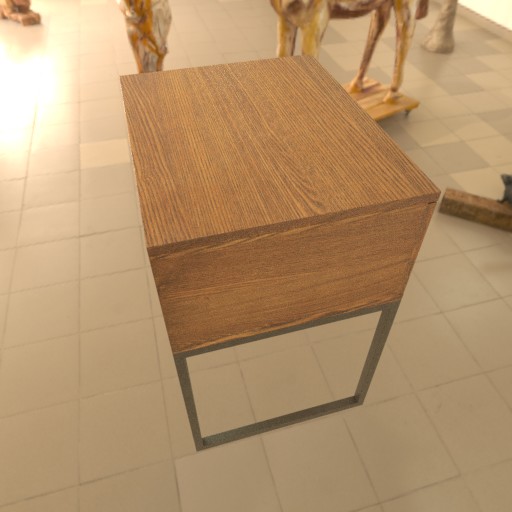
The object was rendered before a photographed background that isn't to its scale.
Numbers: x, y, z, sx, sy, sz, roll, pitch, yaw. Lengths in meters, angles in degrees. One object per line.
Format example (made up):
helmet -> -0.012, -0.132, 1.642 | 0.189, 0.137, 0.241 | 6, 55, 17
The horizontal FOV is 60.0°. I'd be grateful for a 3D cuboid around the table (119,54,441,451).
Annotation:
table -> 0.000, 0.000, 0.929 | 0.400, 0.610, 0.482 | -11, 47, -11
